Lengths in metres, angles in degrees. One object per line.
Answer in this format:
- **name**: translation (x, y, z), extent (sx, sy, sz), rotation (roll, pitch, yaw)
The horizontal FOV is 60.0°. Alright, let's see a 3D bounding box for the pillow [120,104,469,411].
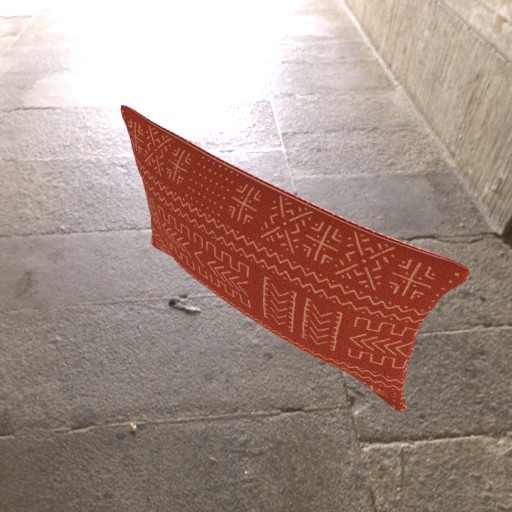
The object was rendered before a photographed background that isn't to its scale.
- **pillow**: translation (0.000, 0.000, 0.765), extent (0.640, 0.352, 0.130), rotation (31, 53, 27)
